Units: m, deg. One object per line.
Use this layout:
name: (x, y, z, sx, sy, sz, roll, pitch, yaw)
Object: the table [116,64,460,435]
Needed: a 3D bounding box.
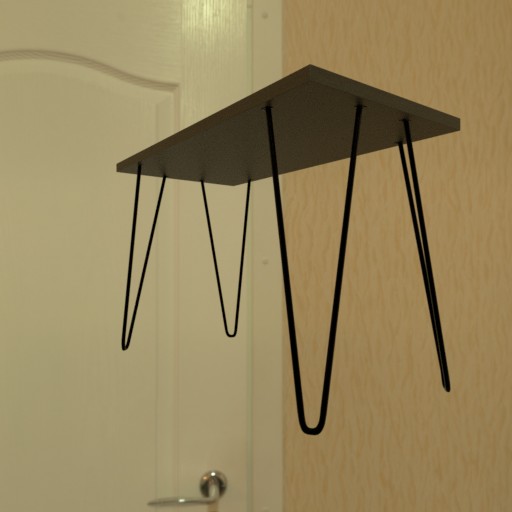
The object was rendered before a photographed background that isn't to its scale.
table: (0.000, 0.000, 1.319, 0.499, 0.660, 0.991, 1, -1, -37)
